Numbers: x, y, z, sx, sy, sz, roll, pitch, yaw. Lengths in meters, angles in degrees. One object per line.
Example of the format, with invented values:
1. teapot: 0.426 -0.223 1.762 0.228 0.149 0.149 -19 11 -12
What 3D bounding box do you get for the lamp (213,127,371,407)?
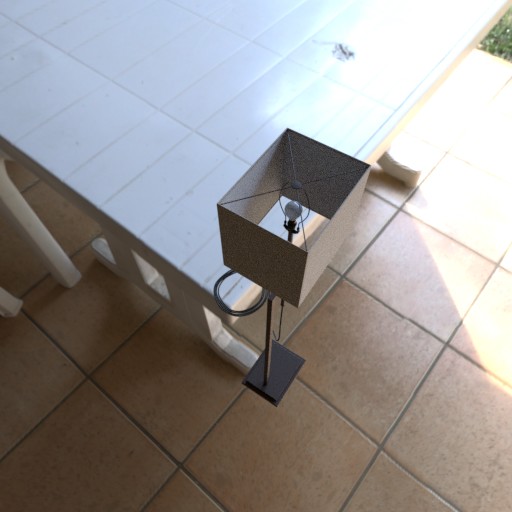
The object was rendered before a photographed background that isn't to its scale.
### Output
1. lamp: 0.000 0.000 2.030 0.774 1.600 0.698 29 62 18
